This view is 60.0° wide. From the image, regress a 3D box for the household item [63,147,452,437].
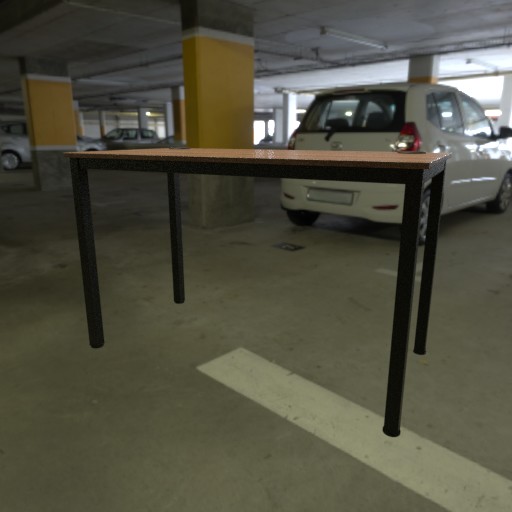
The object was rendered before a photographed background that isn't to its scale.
[{"bbox_3d":[0.000,0.000,1.628,1.200,0.750,0.600,8,17,26],"label":"household item"}]
